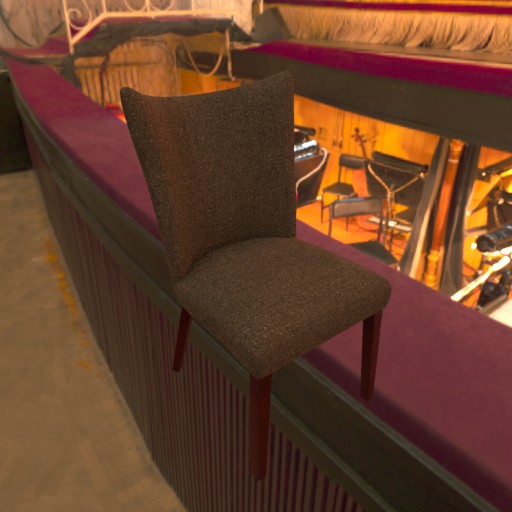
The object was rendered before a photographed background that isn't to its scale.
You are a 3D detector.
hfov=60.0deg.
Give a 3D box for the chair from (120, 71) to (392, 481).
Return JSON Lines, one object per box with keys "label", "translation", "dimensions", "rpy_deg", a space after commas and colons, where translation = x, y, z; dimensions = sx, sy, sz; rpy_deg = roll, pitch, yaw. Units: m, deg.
{"label": "chair", "translation": [0.000, 0.000, 1.275], "dimensions": [0.535, 0.924, 0.623], "rpy_deg": [-21, 35, -33]}
